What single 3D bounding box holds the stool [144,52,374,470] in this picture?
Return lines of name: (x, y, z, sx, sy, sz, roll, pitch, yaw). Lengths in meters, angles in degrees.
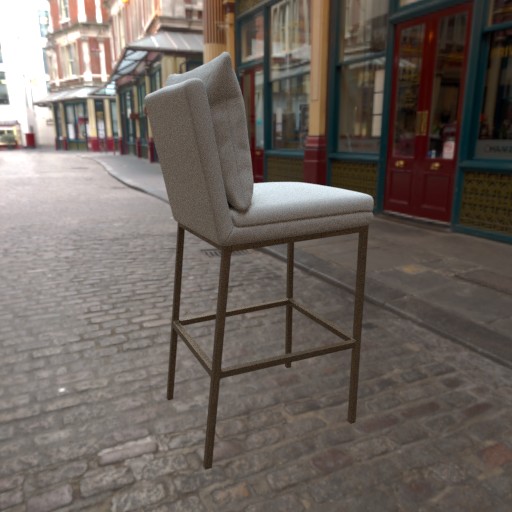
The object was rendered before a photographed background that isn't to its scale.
stool: (0.000, 0.000, 1.434, 0.572, 1.125, 0.463, -7, 16, -26)
